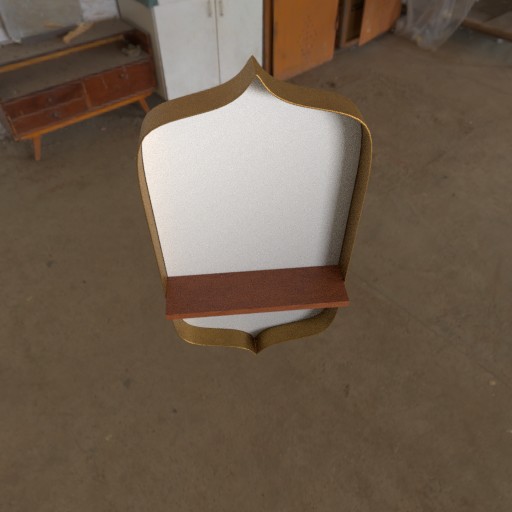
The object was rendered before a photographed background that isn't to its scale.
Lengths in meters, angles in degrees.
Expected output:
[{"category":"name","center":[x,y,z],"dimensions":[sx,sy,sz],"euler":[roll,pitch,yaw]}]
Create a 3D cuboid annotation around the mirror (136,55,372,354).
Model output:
[{"category":"mirror","center":[0.000,0.000,0.728],"dimensions":[0.323,0.613,0.096],"euler":[-4,47,-4]}]
